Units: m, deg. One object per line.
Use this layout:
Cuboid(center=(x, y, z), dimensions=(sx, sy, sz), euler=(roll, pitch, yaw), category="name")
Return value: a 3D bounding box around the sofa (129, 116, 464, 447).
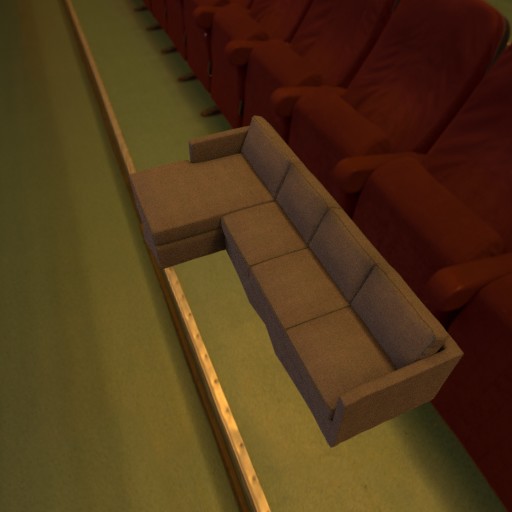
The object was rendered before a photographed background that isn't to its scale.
Cuboid(center=(0.000, 0.000, 3.909), dimensions=(1.650, 0.922, 3.205), euler=(-18, 50, -16), category="sofa")
